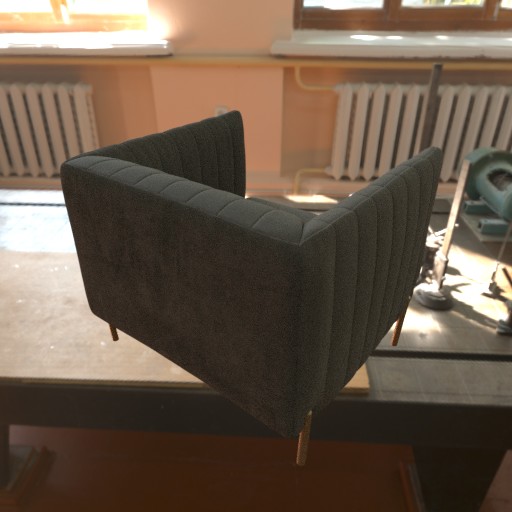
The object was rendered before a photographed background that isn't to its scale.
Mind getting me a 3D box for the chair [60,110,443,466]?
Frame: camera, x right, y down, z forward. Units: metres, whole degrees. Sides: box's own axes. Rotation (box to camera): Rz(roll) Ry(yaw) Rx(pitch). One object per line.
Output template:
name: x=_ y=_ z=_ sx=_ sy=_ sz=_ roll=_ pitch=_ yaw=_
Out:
chair: x=0.000 y=0.000 z=1.598 sx=0.981 sy=0.779 sz=0.873 roll=22 pitch=37 yaw=32
